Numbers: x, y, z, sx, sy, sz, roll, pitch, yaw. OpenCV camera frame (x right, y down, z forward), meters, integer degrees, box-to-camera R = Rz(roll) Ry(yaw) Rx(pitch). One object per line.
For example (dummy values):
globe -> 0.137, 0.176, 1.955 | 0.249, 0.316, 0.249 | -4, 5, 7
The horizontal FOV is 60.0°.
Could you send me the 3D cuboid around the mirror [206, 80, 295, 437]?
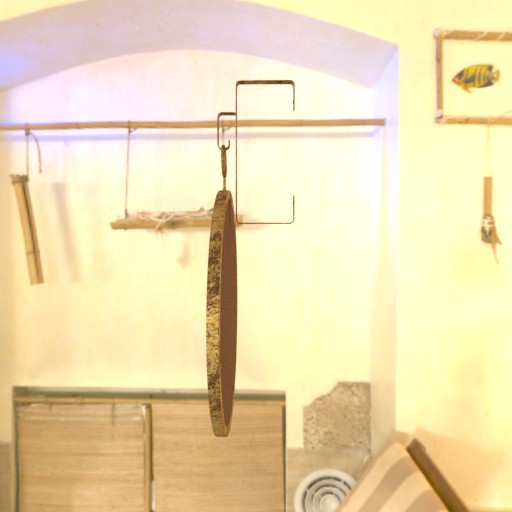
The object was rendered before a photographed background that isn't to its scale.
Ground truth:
mirror -> 0.000, 0.000, 0.836 | 0.144, 0.651, 0.447 | 0, 1, 1
